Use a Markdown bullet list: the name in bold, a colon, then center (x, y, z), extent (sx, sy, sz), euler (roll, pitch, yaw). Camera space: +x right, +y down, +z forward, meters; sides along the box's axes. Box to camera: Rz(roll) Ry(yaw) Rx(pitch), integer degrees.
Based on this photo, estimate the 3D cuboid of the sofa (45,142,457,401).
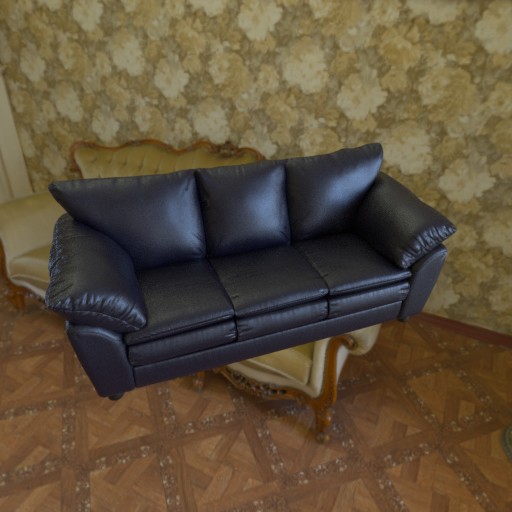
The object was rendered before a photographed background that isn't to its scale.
- **sofa**: center (0.000, 0.000, 2.774), extent (2.336, 1.073, 0.880), euler (-11, 32, -18)
